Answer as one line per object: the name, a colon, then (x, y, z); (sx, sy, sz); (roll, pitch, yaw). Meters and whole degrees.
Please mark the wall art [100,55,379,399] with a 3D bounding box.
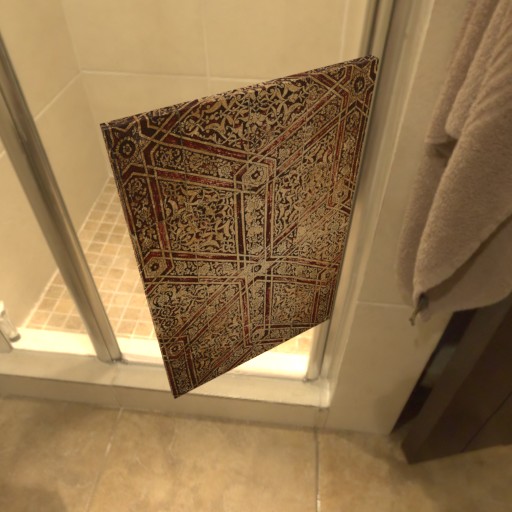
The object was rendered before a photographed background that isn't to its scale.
wall art: (0.000, 0.000, 0.771); (0.397, 0.599, 0.020); (-23, 49, -22)
